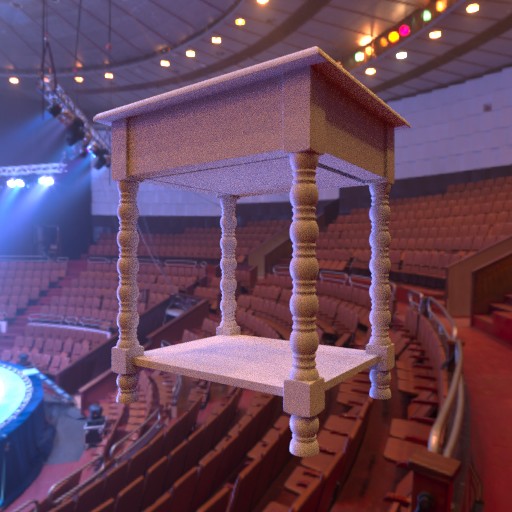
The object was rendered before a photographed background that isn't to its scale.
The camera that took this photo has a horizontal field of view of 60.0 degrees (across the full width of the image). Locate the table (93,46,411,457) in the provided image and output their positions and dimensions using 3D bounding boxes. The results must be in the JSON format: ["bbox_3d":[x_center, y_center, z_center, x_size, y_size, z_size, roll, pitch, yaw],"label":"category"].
[{"bbox_3d":[0.000,0.000,0.829,0.460,0.531,0.381,0,0,35],"label":"table"}]
